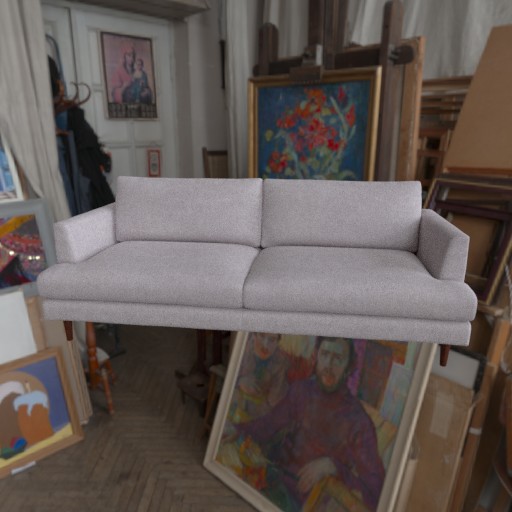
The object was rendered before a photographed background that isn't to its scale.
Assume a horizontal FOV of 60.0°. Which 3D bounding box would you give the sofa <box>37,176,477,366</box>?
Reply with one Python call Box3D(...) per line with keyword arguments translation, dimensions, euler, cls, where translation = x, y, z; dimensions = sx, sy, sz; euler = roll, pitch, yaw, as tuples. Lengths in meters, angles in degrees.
Box3D(translation=(0.000, 0.000, 2.692), dimensions=(2.250, 0.868, 1.020), euler=(2, 16, 8), cls="sofa")
